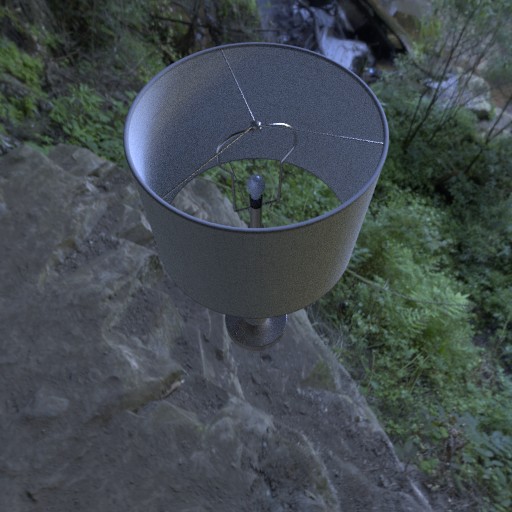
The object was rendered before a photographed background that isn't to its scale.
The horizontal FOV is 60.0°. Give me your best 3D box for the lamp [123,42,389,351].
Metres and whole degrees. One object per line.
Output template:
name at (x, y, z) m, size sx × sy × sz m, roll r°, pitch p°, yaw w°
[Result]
lamp at (0.000, 0.000, 0.712) m, size 0.282 × 0.559 × 0.280 m, roll -16°, pitch 61°, yaw -9°
